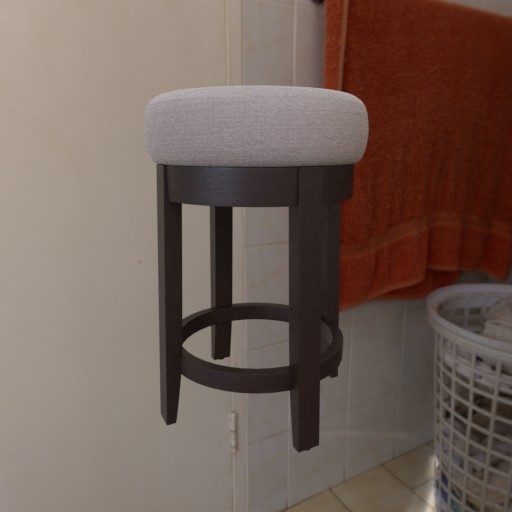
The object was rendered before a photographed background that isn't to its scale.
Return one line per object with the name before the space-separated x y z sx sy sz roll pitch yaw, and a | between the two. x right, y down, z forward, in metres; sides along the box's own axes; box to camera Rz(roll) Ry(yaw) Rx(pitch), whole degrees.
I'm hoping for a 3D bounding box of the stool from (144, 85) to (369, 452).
stool | 0.000 0.000 0.960 0.443 0.672 0.443 0 14 0
